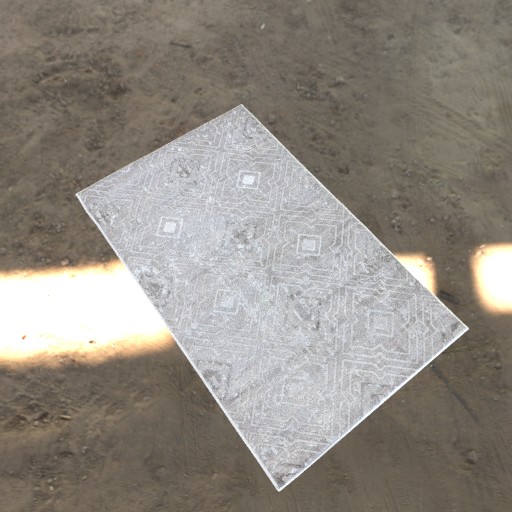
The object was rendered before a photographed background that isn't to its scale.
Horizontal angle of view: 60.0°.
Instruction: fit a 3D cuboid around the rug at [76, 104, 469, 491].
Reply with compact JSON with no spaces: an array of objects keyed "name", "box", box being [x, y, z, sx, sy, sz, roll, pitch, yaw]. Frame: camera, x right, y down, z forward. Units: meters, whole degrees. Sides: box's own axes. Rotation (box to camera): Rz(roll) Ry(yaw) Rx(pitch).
[{"name":"rug","box":[0.000,0.000,3.047,1.537,0.036,2.447,-33,67,-16]}]
